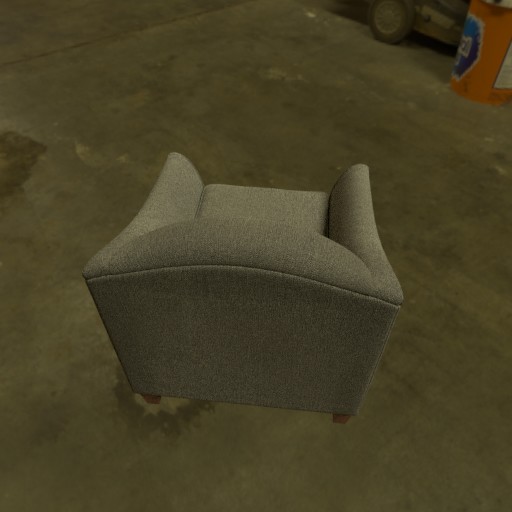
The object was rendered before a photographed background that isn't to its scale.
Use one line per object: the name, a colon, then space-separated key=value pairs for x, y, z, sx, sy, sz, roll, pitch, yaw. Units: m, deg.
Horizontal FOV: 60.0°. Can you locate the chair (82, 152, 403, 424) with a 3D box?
chair: x=0.000 y=0.000 z=1.494 sx=0.763 sy=0.839 sz=0.787 roll=4 pitch=46 yaw=4
